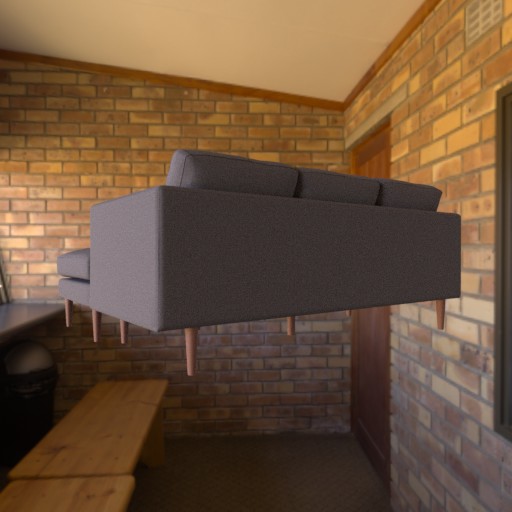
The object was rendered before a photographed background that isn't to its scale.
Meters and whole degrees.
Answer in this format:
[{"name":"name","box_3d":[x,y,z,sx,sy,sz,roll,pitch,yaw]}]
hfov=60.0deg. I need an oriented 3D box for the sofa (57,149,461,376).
[{"name":"sofa","box_3d":[0.000,0.000,2.805,2.031,0.897,1.591,0,1,-36]}]
